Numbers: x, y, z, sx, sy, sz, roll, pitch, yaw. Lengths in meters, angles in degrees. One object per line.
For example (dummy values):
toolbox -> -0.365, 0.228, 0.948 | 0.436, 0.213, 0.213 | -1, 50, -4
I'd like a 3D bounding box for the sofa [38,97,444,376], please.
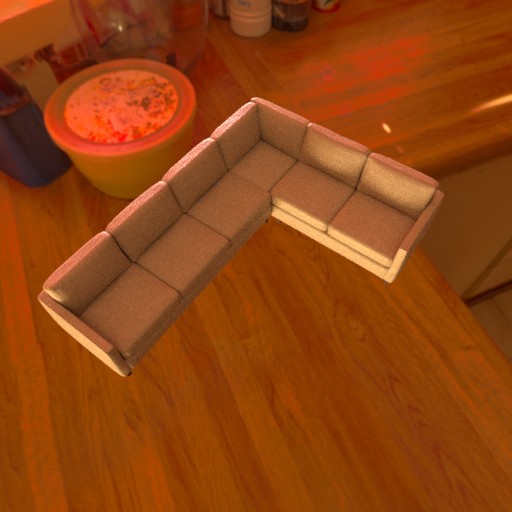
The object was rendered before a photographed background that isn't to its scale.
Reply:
sofa -> 0.000, 0.000, 4.478 | 2.522, 0.934, 3.333 | 32, 63, 19
